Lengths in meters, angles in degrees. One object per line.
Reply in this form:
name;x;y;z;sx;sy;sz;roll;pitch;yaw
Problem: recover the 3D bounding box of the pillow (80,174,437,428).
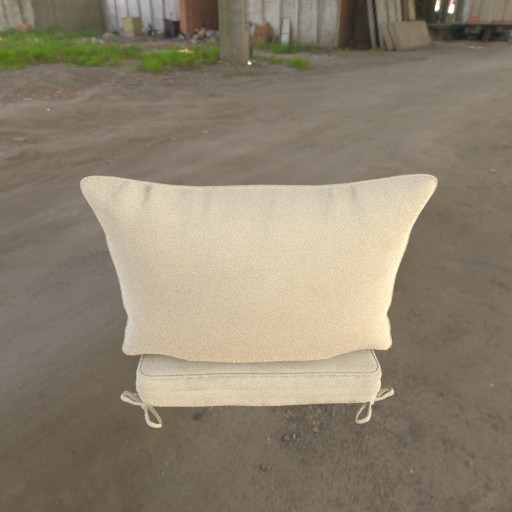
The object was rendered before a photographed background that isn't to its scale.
pillow;0.000;0.000;1.359;0.798;0.716;0.733;-1;30;-1
